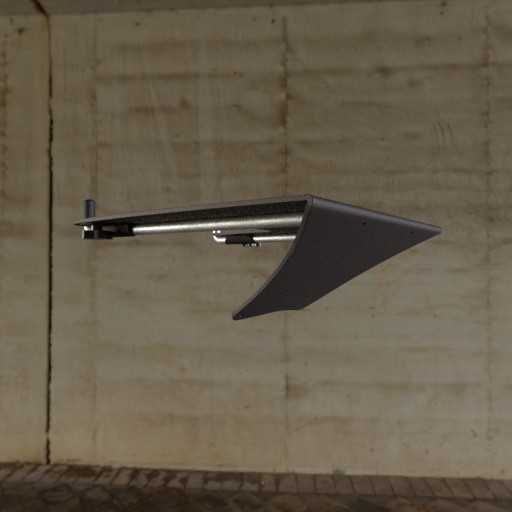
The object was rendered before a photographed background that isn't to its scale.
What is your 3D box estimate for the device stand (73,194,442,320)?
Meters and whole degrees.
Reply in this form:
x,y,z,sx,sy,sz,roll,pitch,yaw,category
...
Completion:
x,y,z,sx,sy,sz,roll,pitch,yaw,category
0.000,0.000,0.357,0.230,0.092,0.230,-1,-1,36,device stand
